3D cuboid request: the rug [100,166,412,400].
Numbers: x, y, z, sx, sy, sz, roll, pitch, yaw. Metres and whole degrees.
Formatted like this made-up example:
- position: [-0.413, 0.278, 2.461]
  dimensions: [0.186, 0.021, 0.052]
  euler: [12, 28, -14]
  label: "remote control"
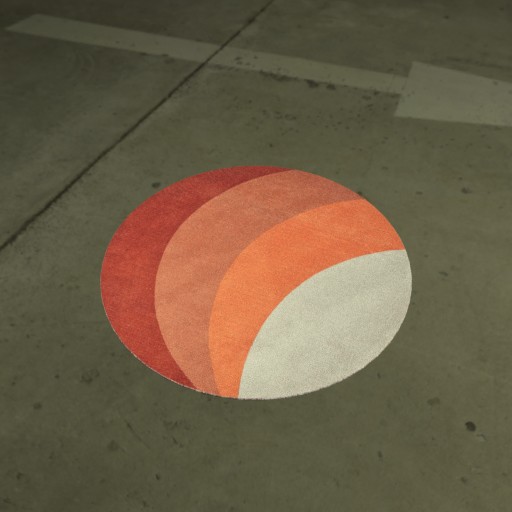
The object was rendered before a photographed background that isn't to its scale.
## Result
- position: [0.000, 0.000, 2.216]
  dimensions: [1.514, 0.015, 1.514]
  euler: [0, 47, 0]
  label: "rug"
